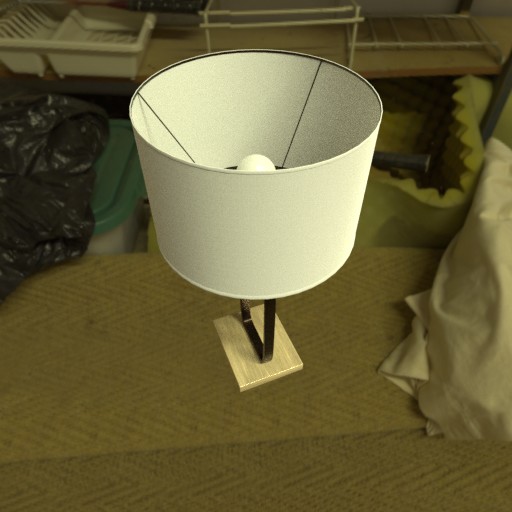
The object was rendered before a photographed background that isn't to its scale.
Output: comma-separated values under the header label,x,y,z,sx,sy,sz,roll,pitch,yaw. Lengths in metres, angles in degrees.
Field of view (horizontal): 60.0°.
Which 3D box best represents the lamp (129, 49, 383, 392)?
label,x,y,z,sx,sy,sz,roll,pitch,yaw
lamp,0.000,0.000,0.679,0.279,0.508,0.279,-16,48,-15
